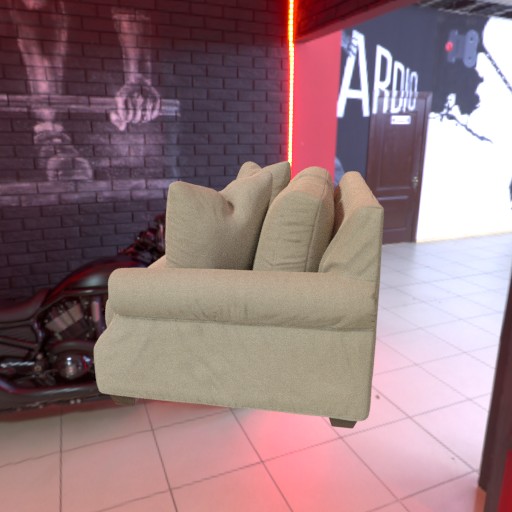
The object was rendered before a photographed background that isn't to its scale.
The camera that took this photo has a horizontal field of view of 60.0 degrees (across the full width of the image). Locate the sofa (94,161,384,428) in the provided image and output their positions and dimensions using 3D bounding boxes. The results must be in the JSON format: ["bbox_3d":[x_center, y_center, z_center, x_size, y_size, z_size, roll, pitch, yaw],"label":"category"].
[{"bbox_3d":[0.000,0.000,2.225,1.070,0.905,1.550,2,15,9],"label":"sofa"}]
